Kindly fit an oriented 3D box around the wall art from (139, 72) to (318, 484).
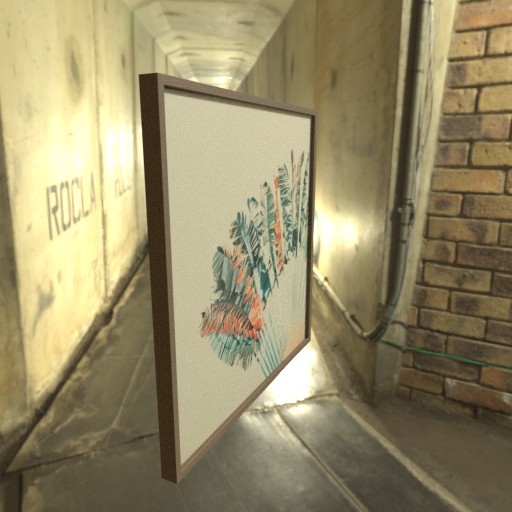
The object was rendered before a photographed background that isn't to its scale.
[{"bbox_3d":[0.000,0.000,1.124,0.038,0.758,0.761,7,15,26],"label":"wall art"}]
